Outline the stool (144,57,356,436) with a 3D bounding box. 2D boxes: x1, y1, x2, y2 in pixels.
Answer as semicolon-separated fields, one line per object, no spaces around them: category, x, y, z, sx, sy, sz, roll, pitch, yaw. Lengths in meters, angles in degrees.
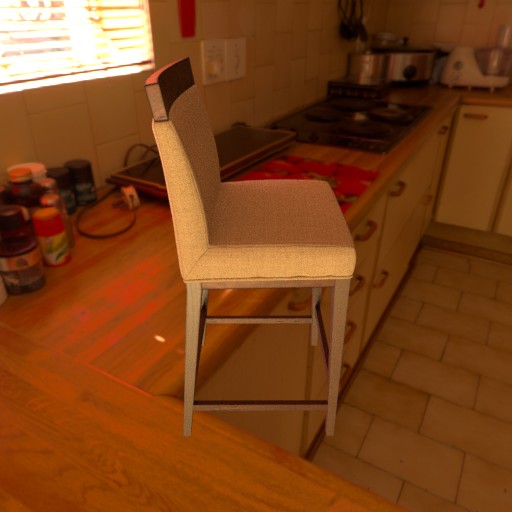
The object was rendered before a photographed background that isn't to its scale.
stool;0.000;0.000;1.282;0.480;1.011;0.463;0;30;0
